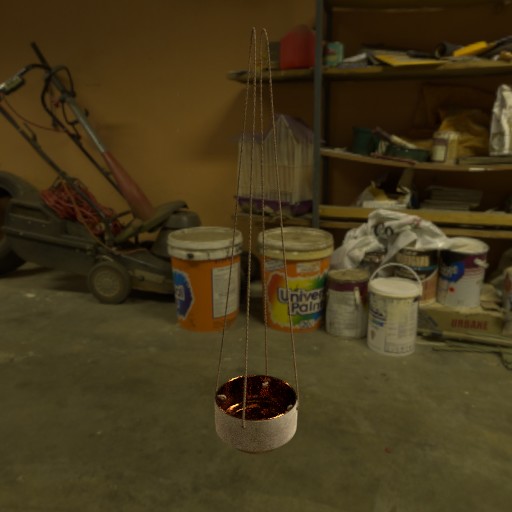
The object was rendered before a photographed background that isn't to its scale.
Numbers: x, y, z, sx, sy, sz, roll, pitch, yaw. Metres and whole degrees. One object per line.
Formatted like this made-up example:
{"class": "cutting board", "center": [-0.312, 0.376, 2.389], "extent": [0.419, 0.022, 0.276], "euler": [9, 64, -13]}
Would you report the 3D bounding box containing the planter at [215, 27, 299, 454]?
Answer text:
{"class": "planter", "center": [0.000, 0.000, 1.098], "extent": [0.223, 1.030, 0.223], "euler": [-8, 17, -28]}
